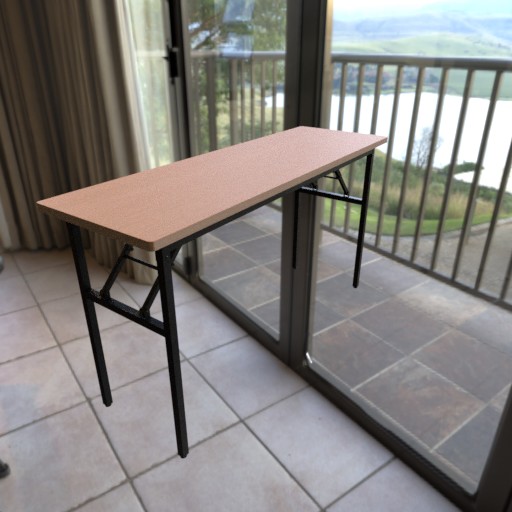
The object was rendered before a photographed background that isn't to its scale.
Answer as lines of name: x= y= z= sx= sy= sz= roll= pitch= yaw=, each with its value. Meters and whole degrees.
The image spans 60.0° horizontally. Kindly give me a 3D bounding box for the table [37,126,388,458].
table: x=0.000 y=0.000 z=1.737 sx=0.447 sy=0.750 sz=1.397 roll=18 pitch=31 yaw=31
